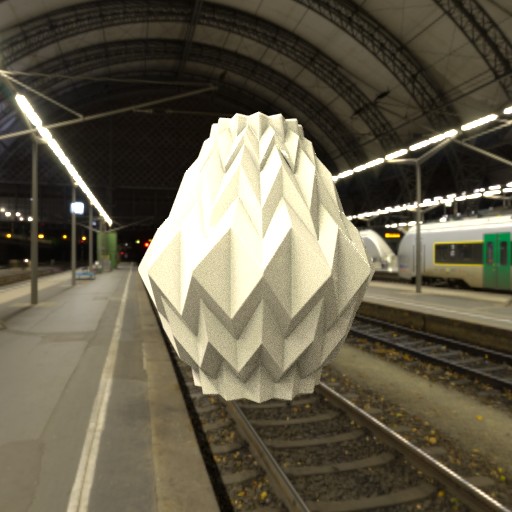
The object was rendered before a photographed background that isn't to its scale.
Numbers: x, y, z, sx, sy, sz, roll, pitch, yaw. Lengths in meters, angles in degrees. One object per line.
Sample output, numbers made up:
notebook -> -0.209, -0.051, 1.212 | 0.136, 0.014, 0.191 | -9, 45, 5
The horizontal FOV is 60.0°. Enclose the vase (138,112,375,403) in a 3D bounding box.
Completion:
vase -> 0.000, 0.000, 0.315 | 0.164, 0.185, 0.164 | 0, 0, 0
